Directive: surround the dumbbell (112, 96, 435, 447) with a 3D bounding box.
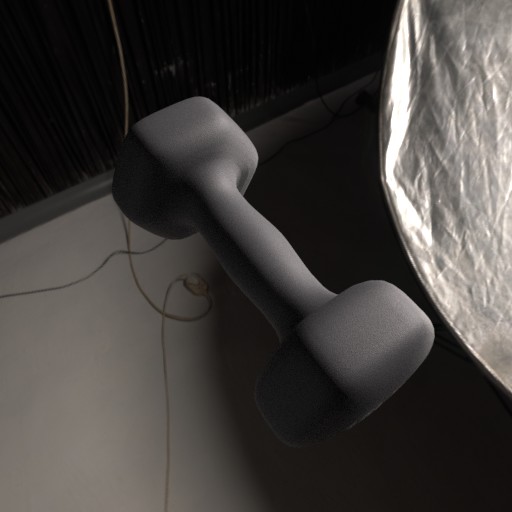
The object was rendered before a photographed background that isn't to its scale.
[{"bbox_3d":[0.000,0.000,0.299,0.116,0.105,0.240,-30,62,-18],"label":"dumbbell"}]
